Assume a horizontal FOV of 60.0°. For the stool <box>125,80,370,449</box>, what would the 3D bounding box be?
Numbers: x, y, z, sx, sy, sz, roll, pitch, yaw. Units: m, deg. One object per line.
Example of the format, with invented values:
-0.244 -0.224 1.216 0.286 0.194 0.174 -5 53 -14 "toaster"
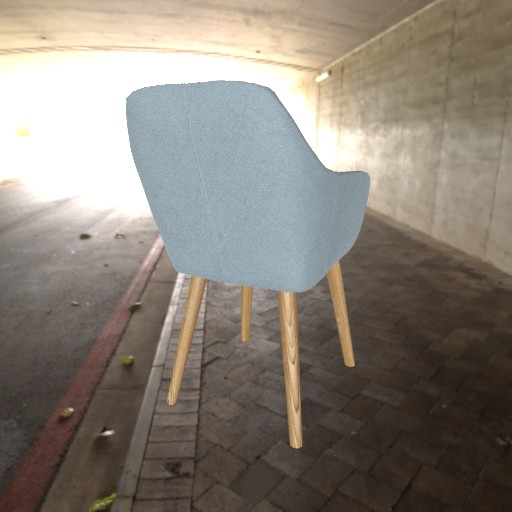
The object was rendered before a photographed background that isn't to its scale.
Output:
0.000 0.000 1.202 0.503 0.830 0.590 8 17 27 "stool"
